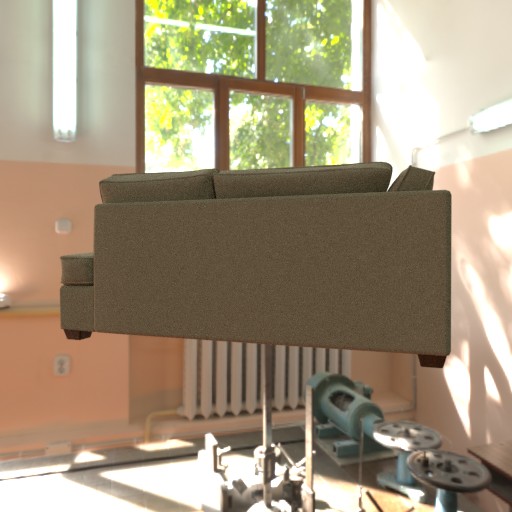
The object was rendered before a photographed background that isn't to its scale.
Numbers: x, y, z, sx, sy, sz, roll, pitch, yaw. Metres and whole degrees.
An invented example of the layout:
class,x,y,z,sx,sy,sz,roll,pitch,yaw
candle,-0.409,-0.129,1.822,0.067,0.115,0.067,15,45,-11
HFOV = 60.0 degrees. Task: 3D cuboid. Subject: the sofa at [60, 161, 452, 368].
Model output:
class,x,y,z,sx,sy,sz,roll,pitch,yaw
sofa,0.000,0.000,2.879,2.237,1.033,1.110,0,1,19
